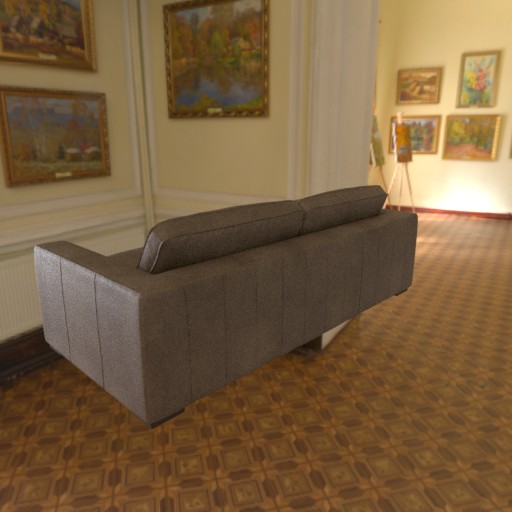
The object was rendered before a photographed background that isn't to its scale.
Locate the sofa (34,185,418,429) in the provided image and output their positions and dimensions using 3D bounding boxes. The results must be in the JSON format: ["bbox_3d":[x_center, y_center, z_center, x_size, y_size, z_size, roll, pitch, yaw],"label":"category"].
[{"bbox_3d":[0.000,0.000,2.749,1.070,0.801,2.262,15,22,42],"label":"sofa"}]
